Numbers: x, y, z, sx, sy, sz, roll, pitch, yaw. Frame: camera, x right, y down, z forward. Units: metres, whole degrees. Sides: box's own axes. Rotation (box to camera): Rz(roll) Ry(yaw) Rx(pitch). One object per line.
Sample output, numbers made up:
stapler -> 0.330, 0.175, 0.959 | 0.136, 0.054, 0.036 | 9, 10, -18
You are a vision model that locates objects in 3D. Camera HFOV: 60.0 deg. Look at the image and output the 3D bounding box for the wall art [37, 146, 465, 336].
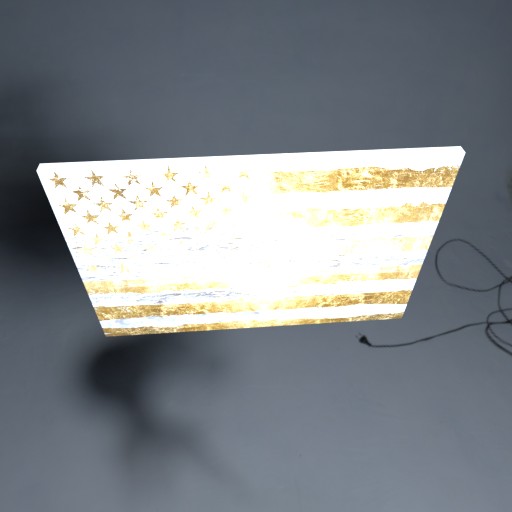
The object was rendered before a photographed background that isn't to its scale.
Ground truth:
wall art -> 0.000, 0.000, 1.187 | 0.932, 0.610, 0.027 | -3, 45, -3
